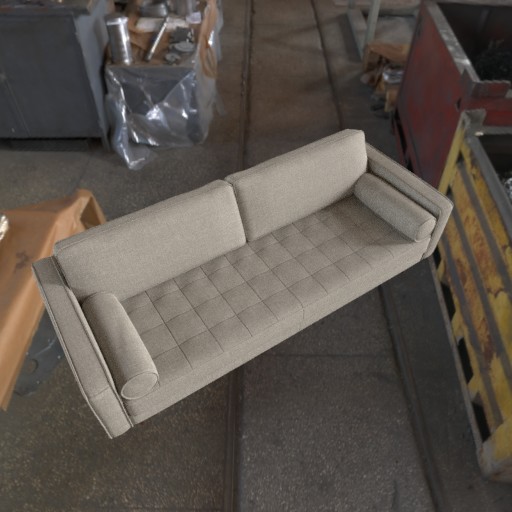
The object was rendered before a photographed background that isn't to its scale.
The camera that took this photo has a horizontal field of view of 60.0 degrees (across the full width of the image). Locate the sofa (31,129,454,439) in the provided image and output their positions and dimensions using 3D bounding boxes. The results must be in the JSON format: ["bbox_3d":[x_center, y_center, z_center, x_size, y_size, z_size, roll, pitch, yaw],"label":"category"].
[{"bbox_3d":[0.000,0.000,2.544,2.211,0.762,0.914,-26,52,-22],"label":"sofa"}]
